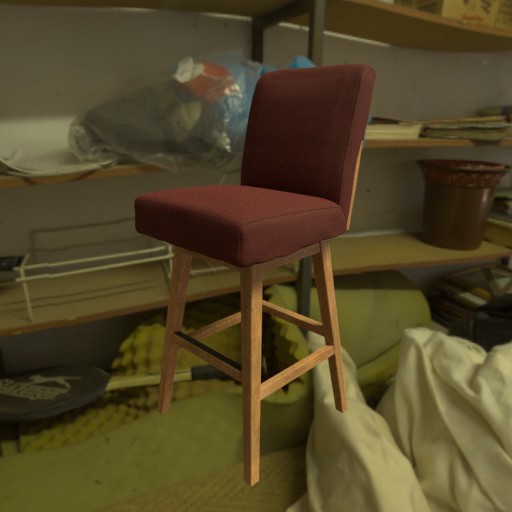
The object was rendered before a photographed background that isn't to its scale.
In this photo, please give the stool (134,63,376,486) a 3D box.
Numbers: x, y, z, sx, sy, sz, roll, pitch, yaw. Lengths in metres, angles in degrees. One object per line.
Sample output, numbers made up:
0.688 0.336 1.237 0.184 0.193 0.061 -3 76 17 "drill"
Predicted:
0.000 0.000 1.347 0.468 1.093 0.562 17 25 42 "stool"
